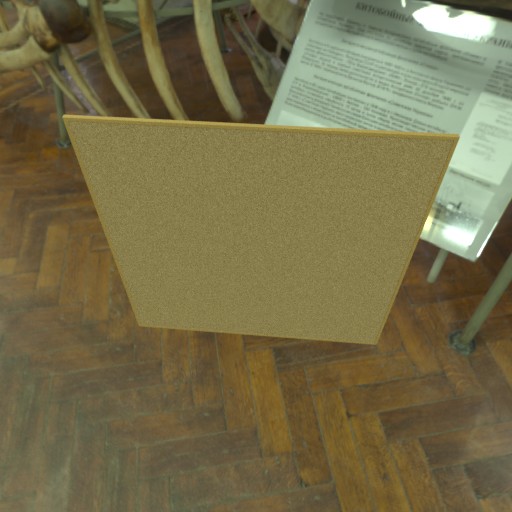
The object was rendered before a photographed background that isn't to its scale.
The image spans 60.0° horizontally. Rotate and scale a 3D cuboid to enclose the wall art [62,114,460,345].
[{"bbox_3d":[0.000,0.000,1.433,0.962,0.959,0.013,4,49,3],"label":"wall art"}]
